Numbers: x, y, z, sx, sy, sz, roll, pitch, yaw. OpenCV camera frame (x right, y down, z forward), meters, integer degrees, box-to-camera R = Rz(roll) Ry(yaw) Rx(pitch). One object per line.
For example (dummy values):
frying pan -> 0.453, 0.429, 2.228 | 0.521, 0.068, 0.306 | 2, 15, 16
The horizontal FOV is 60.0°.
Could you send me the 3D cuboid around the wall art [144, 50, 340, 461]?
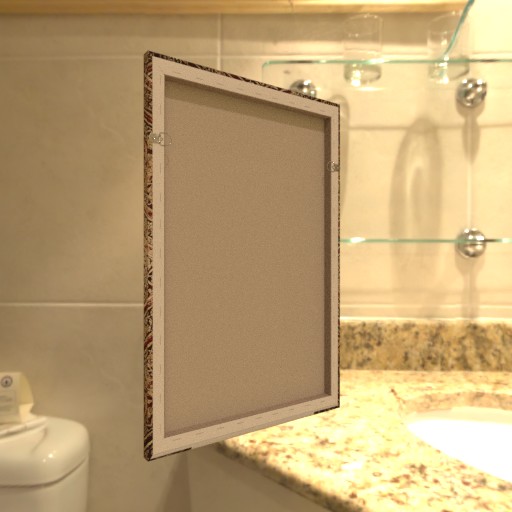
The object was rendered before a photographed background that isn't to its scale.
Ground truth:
wall art -> 0.000, 0.000, 0.767 | 0.397, 0.599, 0.020 | 0, 0, -35
